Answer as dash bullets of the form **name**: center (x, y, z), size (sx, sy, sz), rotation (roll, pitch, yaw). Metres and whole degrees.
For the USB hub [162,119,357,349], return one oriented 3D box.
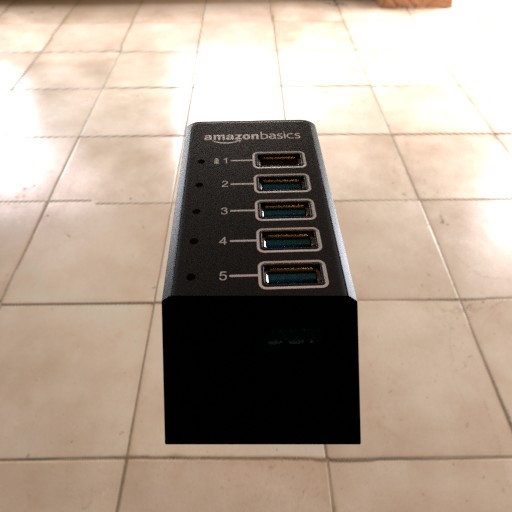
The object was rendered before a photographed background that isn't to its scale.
- **USB hub**: center (0.000, 0.000, 0.124), size (0.044, 0.023, 0.110), rotation (-1, 47, -1)
